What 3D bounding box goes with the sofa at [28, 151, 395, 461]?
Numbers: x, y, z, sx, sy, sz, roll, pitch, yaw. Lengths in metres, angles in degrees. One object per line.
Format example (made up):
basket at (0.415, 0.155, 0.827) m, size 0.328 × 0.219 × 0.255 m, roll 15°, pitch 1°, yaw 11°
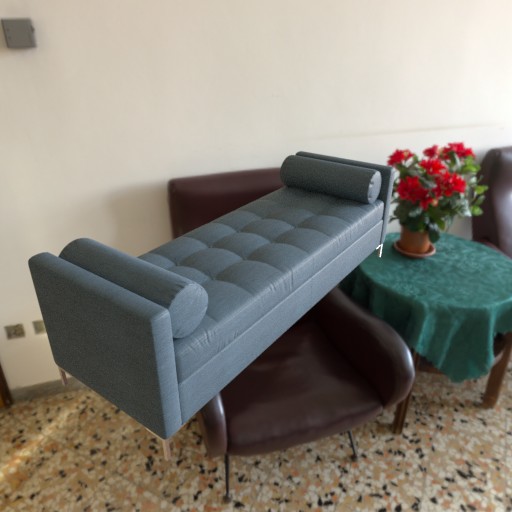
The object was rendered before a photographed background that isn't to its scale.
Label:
sofa at (0.000, 0.000, 2.318) m, size 0.686 × 0.635 × 1.981 m, roll 19°, pitch 33°, yaw 32°
